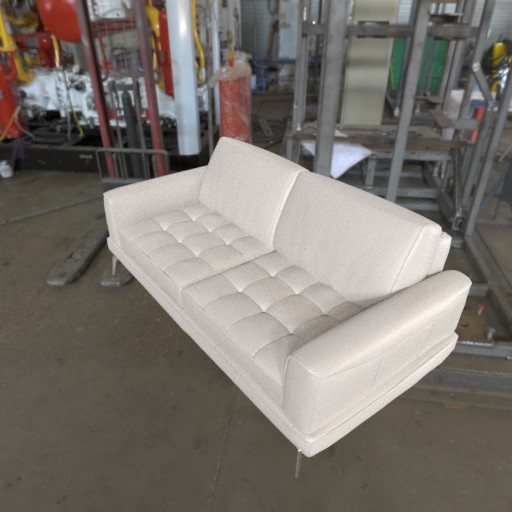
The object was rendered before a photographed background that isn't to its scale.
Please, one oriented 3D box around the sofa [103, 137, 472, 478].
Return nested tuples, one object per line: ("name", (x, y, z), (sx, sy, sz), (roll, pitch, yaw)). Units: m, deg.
("sofa", (0.000, 0.000, 2.661), (1.121, 0.930, 2.177), (-22, 38, -31))
